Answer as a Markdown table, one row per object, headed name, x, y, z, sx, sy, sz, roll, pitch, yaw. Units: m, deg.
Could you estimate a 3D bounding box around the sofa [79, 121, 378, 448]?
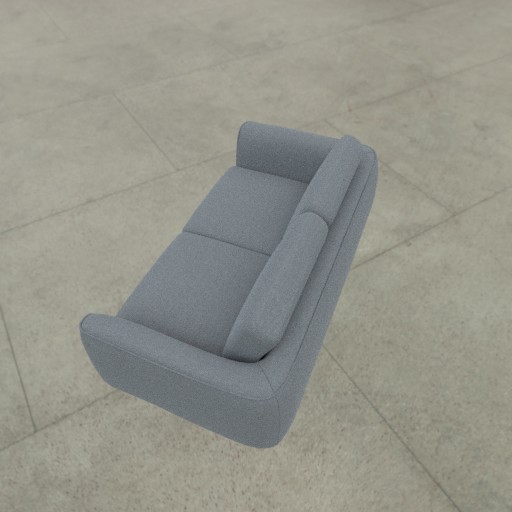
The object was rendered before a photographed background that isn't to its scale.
| name | x | y | z | sx | sy | sz | roll | pitch | yaw |
| --- | --- | --- | --- | --- | --- | --- | --- | --- | --- |
| sofa | 0.000 | 0.000 | 2.267 | 0.920 | 0.850 | 1.700 | 17 | 50 | 15 |
